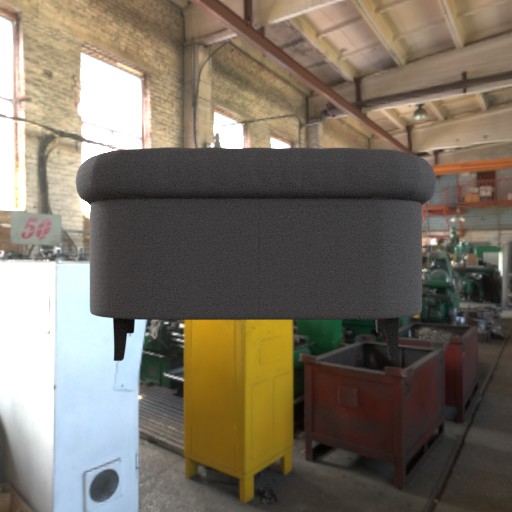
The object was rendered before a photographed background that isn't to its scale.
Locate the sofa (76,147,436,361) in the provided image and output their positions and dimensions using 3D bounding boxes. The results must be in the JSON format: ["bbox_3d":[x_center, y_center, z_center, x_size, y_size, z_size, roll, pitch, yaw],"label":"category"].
[{"bbox_3d":[0.000,0.000,2.017,1.558,0.827,0.835,0,0,0],"label":"sofa"}]
